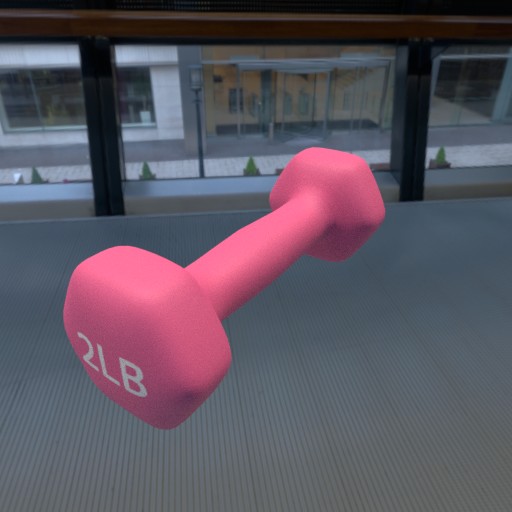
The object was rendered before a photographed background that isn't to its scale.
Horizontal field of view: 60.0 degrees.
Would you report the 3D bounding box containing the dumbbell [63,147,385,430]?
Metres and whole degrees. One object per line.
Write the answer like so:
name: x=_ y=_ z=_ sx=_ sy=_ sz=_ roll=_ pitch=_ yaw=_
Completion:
dumbbell: x=0.000 y=0.000 z=0.175 sx=0.058 sy=0.053 sz=0.146 roll=20 pitch=36 yaw=30
